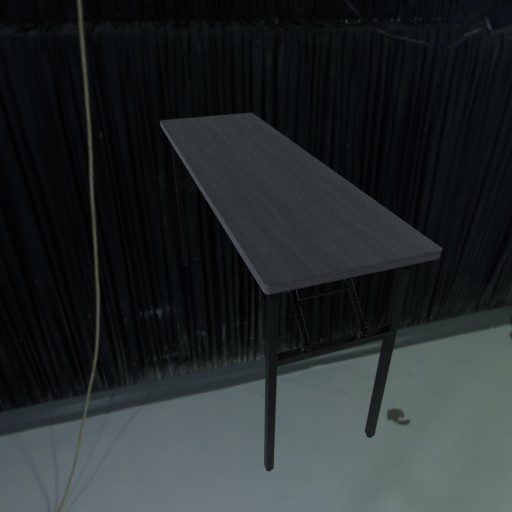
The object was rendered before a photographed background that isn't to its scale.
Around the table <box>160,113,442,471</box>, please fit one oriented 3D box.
[{"bbox_3d":[0.000,0.000,1.741,0.449,0.750,1.399,-10,33,-16],"label":"table"}]
